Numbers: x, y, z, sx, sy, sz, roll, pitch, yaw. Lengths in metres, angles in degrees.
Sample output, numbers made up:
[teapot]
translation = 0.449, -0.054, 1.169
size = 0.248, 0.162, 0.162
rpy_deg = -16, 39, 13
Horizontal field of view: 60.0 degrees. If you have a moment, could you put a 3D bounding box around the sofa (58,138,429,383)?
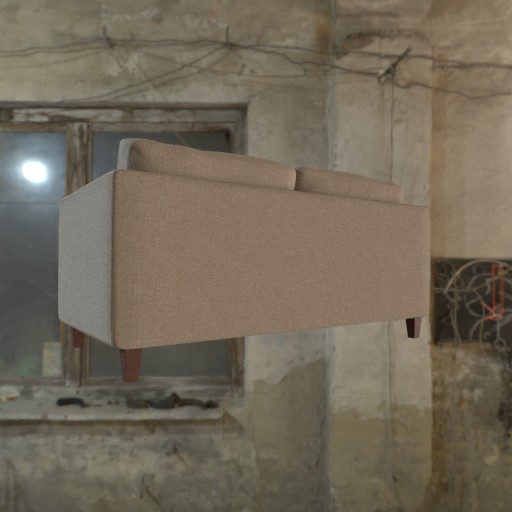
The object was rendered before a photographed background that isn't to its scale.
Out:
[sofa]
translation = 0.000, 0.000, 2.452
size = 1.884, 0.947, 0.951
rpy_deg = 1, -1, -35
